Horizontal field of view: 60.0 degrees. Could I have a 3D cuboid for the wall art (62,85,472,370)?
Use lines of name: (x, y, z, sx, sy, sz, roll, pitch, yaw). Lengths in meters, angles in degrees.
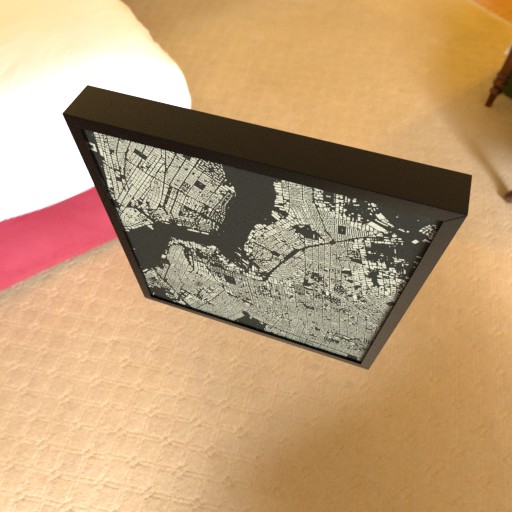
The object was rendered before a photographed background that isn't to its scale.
wall art: (0.000, 0.000, 0.444, 0.299, 0.299, 0.037, 16, 58, 10)
